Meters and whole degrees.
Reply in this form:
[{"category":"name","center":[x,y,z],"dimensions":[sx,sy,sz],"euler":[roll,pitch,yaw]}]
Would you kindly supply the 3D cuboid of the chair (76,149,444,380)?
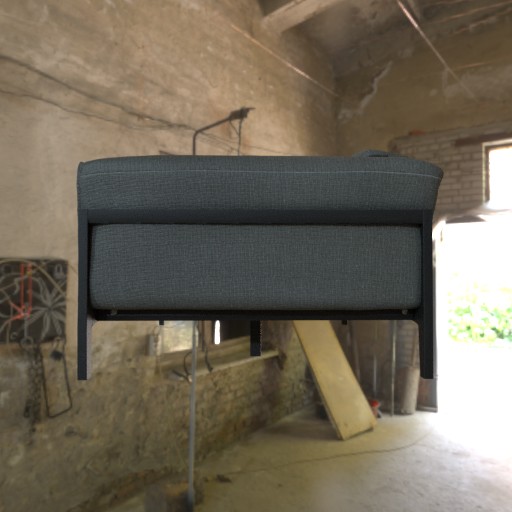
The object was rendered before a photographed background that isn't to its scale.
[{"category":"chair","center":[0.000,0.000,1.646],"dimensions":[0.969,0.646,1.056],"euler":[0,-1,-1]}]
